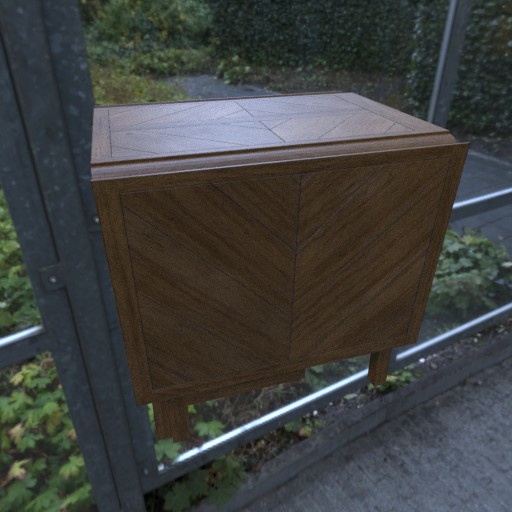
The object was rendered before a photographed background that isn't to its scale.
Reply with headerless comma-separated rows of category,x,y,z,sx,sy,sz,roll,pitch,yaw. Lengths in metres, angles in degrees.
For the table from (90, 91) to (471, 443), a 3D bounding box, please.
table,0.000,0.000,1.254,0.746,0.763,0.591,-9,32,-14
